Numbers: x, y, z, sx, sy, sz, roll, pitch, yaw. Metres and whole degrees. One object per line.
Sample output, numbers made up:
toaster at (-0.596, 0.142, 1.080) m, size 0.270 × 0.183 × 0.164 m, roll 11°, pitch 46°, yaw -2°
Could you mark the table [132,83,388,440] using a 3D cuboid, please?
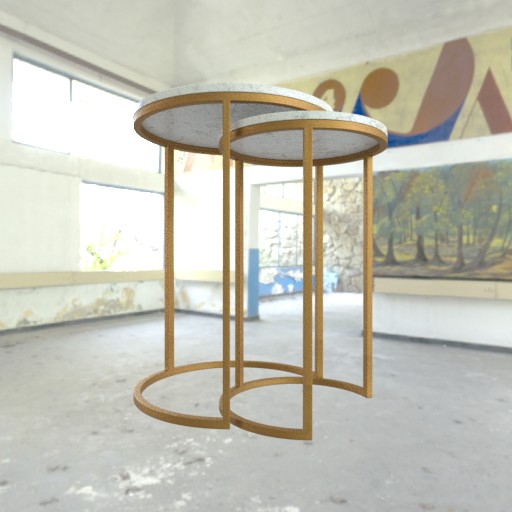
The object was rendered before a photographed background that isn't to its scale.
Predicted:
table at (0.000, 0.000, 0.872) m, size 0.507 × 0.550 × 0.400 m, roll 0°, pitch 0°, yaw 36°
